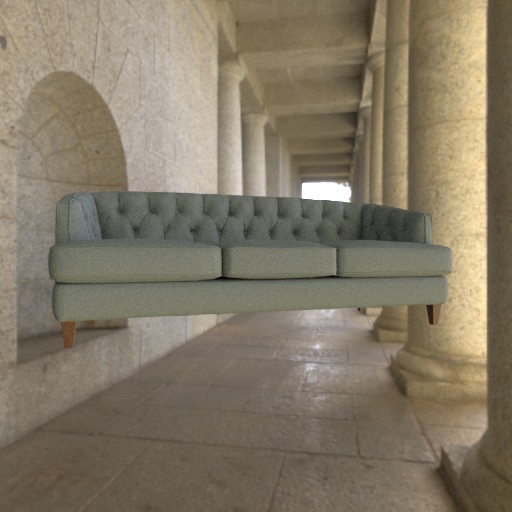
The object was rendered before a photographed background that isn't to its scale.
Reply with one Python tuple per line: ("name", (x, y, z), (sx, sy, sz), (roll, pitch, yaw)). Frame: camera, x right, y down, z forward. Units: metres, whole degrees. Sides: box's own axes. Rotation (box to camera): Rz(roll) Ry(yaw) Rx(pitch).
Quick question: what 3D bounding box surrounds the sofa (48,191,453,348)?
("sofa", (0.000, 0.000, 2.763), (2.278, 0.855, 0.941), (0, 0, -19))
